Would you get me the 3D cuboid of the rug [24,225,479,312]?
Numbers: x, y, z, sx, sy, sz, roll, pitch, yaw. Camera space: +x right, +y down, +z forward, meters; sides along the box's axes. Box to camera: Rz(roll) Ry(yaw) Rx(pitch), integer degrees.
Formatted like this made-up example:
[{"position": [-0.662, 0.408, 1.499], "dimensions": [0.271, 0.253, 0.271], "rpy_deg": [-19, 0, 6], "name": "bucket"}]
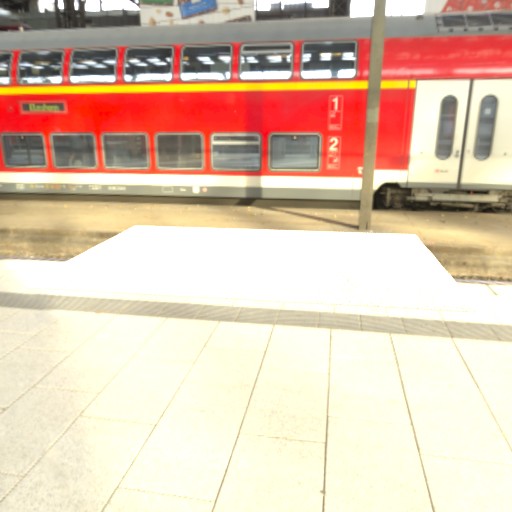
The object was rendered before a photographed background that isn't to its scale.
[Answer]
[{"position": [0.000, 0.000, 3.465], "dimensions": [2.743, 0.030, 1.778], "rpy_deg": [2, 16, 8], "name": "rug"}]
